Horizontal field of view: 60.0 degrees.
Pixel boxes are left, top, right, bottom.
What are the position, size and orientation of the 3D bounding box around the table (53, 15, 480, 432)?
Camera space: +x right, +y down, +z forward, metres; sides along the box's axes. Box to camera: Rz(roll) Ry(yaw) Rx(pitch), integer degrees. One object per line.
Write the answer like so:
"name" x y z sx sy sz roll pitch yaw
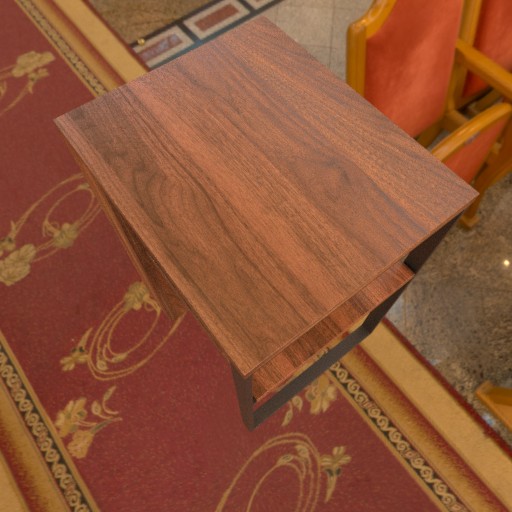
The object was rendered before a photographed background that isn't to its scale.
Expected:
"table" 0.000 0.000 1.504 0.660 1.041 0.786 -34 68 -16
